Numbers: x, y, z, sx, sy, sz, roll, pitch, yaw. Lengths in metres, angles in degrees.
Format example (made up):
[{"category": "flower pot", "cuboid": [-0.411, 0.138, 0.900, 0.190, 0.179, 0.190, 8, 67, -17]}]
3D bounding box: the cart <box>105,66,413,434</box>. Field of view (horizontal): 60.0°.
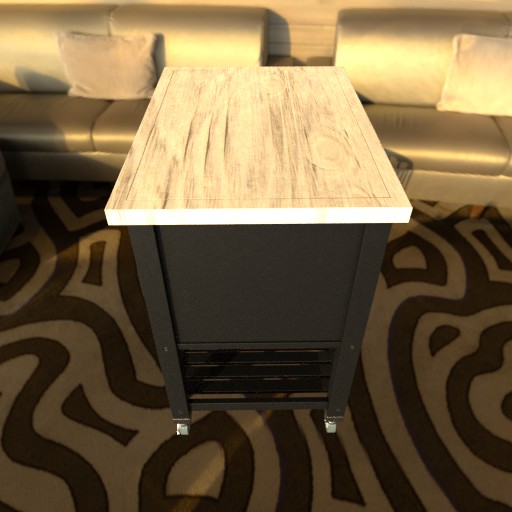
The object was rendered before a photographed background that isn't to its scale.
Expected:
[{"category": "cart", "cuboid": [0.000, 0.000, 1.417, 0.567, 0.920, 0.797, -1, 41, -1]}]
